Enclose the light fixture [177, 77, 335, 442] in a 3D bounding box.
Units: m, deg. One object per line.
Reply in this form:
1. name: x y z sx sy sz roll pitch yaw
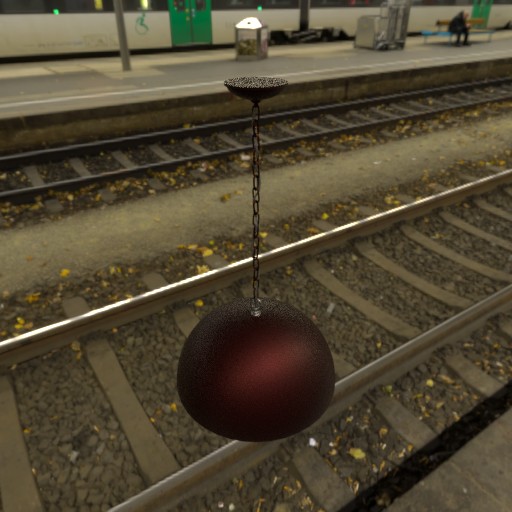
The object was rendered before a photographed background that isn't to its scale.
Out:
1. light fixture: 0.000 0.000 1.175 0.492 0.869 0.492 19 36 30
